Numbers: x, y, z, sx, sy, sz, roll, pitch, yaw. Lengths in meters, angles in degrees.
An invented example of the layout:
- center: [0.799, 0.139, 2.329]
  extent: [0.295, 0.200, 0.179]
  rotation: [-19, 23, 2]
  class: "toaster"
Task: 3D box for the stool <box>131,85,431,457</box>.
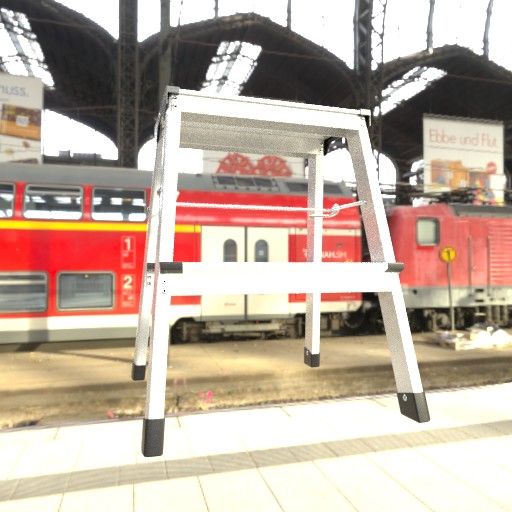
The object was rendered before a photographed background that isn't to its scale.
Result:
- center: [0.000, 0.000, 0.771]
  extent: [0.404, 0.480, 0.405]
  rotation: [0, -1, -17]
  class: "stool"
